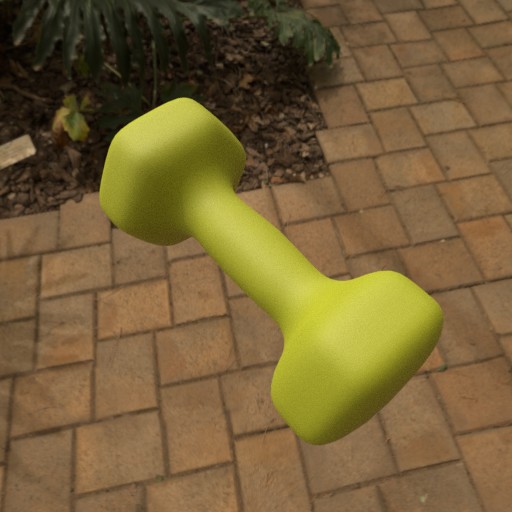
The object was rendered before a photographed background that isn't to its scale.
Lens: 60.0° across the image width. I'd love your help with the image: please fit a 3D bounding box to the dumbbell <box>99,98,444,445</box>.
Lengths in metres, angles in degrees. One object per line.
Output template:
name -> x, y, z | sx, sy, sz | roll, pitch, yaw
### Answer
dumbbell -> 0.000, 0.000, 0.202 | 0.080, 0.072, 0.164 | -36, 65, -20
